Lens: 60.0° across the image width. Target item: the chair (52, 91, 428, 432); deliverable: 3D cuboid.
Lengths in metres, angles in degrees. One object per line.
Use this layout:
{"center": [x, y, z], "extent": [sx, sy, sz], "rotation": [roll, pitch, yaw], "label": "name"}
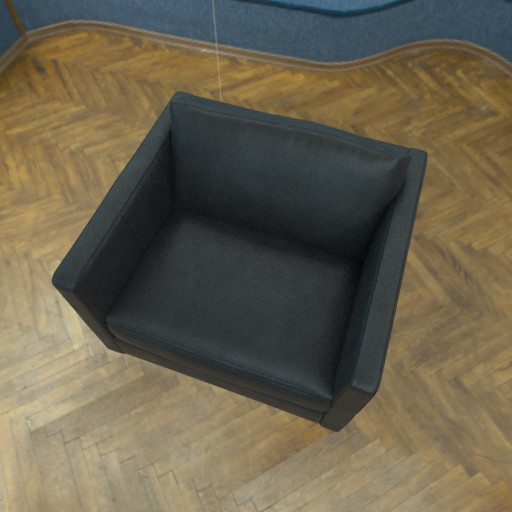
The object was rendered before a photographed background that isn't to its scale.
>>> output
{"center": [0.000, 0.000, 1.568], "extent": [0.939, 0.811, 0.862], "rotation": [17, 61, 10], "label": "chair"}
